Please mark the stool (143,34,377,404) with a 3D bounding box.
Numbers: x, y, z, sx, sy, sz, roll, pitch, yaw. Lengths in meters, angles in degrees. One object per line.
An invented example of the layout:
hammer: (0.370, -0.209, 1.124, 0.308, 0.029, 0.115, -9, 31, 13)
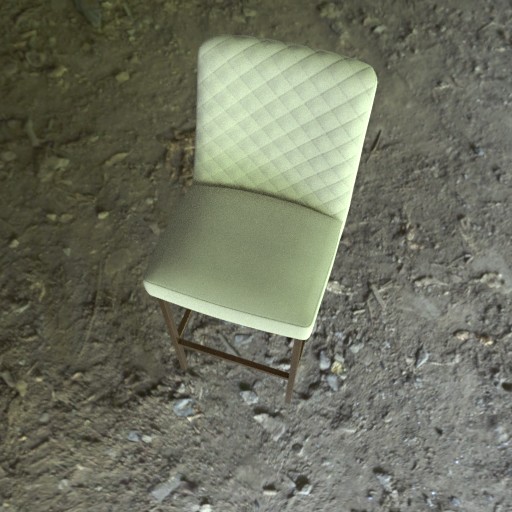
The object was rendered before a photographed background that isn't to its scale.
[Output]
stool: (0.000, 0.000, 1.355, 0.462, 1.084, 0.546, 16, 60, 9)
